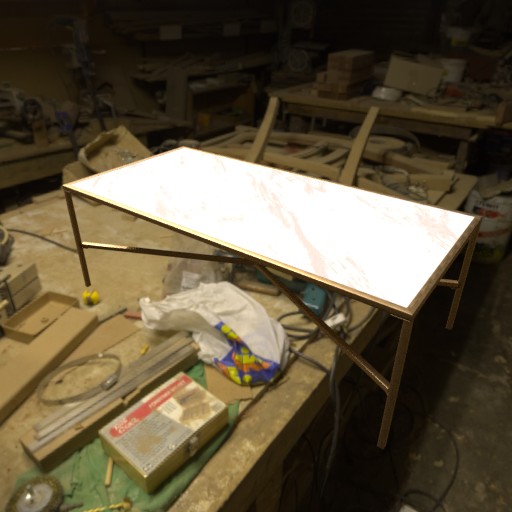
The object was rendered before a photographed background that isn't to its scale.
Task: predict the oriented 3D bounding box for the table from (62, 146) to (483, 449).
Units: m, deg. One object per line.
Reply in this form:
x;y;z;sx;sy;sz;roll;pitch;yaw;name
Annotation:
0.000;0.000;1.481;1.197;0.405;0.577;20;36;31;table
